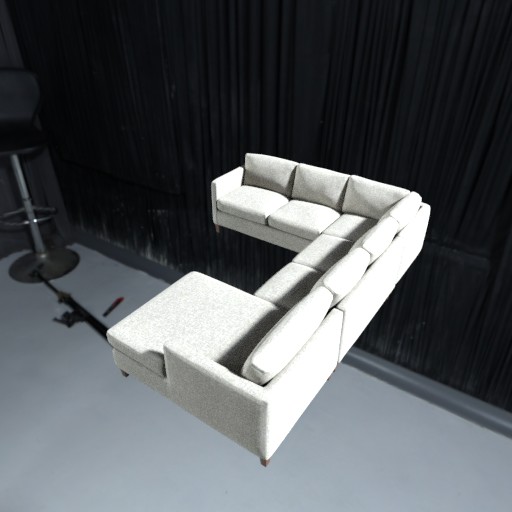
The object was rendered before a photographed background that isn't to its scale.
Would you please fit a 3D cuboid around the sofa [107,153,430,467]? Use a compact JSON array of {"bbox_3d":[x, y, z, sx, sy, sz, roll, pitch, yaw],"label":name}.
[{"bbox_3d":[0.000,0.000,4.675,2.593,0.959,3.460,20,38,29],"label":"sofa"}]
